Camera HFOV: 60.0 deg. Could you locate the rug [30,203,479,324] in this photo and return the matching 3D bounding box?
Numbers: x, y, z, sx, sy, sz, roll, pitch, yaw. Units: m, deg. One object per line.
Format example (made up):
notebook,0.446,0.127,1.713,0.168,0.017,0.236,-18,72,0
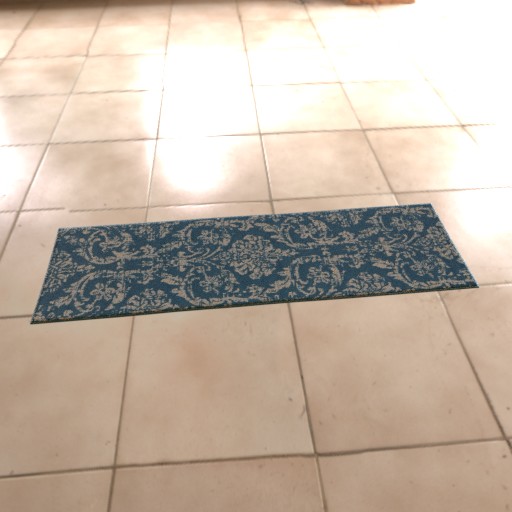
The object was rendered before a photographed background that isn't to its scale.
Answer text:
rug,0.000,0.000,2.377,2.196,0.011,0.662,-4,47,-4
